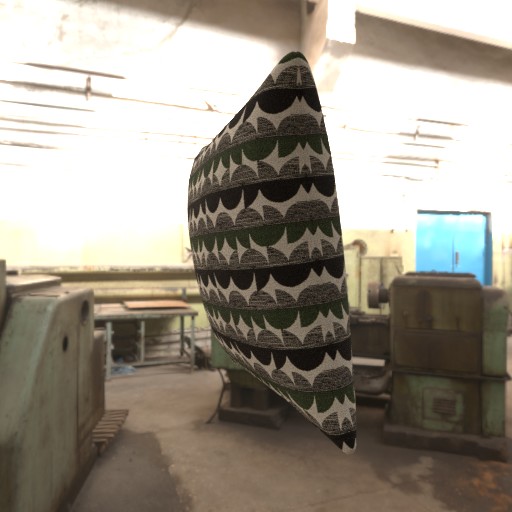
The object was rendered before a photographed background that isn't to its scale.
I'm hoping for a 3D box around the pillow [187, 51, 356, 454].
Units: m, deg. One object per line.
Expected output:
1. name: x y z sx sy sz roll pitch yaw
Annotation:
1. pillow: 0.000 0.000 0.629 0.180 0.404 0.419 0 0 -19
